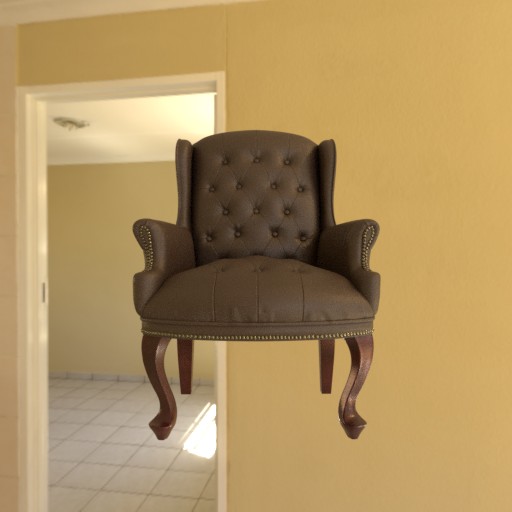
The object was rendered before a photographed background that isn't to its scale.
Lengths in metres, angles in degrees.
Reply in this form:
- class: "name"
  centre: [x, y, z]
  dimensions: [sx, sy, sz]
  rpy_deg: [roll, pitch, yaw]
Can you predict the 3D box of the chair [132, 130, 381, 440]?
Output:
- class: "chair"
  centre: [0.000, 0.000, 1.691]
  dimensions: [0.829, 1.132, 0.819]
  rpy_deg: [0, 0, -1]
